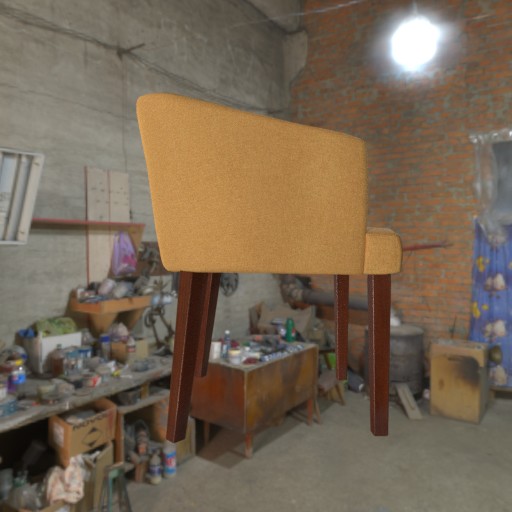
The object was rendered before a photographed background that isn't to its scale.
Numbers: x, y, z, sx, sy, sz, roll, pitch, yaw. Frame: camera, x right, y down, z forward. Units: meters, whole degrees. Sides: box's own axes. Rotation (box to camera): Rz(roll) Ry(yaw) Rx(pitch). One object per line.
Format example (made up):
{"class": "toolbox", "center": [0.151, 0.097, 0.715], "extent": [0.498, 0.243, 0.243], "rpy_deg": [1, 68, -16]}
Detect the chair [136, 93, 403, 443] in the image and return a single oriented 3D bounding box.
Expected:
{"class": "chair", "center": [0.000, 0.000, 1.235], "extent": [0.655, 0.811, 0.583], "rpy_deg": [0, 0, -1]}
